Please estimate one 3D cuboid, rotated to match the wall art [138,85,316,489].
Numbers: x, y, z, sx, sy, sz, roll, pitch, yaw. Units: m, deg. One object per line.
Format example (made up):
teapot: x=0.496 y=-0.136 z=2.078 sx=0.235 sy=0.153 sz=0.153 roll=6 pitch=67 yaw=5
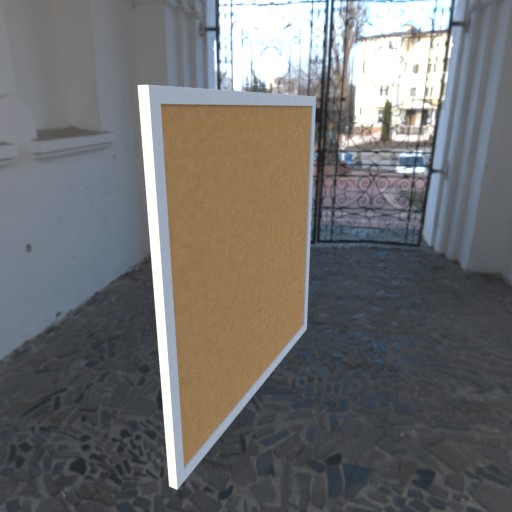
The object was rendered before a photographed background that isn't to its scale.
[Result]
wall art: x=0.000 y=0.000 z=0.661 sx=0.012 sy=0.457 sz=0.457 roll=9 pitch=20 yaw=25
